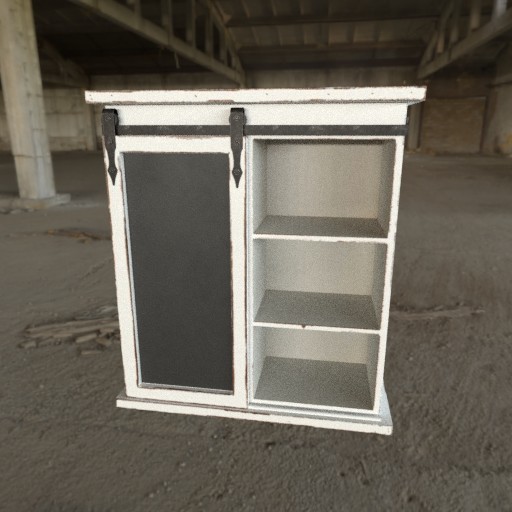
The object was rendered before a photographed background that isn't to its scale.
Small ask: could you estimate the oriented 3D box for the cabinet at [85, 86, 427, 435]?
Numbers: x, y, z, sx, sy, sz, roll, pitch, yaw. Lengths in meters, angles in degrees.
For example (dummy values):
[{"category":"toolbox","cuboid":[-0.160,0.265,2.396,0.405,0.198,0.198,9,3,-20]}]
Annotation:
[{"category":"cabinet","cuboid":[0.000,0.000,0.873,0.541,0.603,0.210,3,16,9]}]
